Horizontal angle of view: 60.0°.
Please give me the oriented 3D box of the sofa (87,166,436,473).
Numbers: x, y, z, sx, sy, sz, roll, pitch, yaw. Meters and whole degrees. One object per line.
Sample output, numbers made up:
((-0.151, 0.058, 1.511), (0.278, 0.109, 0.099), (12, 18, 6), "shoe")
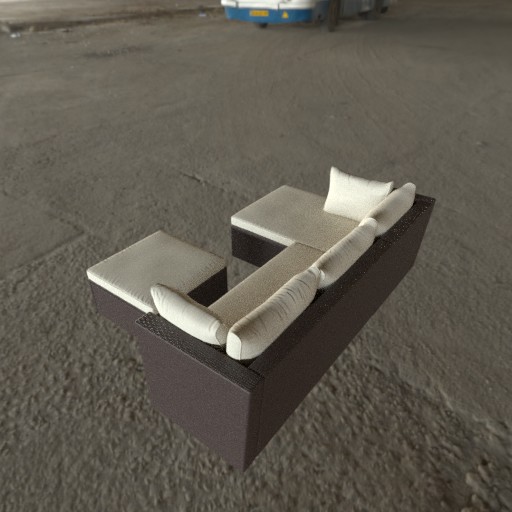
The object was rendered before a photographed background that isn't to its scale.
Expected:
((0.000, 0.000, 3.014), (1.612, 0.766, 2.192), (23, 40, 30), "sofa")
